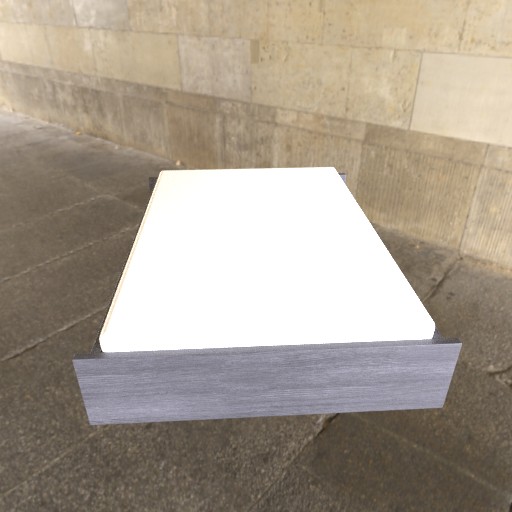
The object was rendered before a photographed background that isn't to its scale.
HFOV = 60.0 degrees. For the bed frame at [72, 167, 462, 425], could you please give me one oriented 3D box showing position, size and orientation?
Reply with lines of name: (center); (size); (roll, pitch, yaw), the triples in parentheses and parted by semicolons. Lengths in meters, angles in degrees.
bed frame: (0.000, 0.000, 2.600); (1.490, 0.432, 1.950); (-2, 30, -3)
